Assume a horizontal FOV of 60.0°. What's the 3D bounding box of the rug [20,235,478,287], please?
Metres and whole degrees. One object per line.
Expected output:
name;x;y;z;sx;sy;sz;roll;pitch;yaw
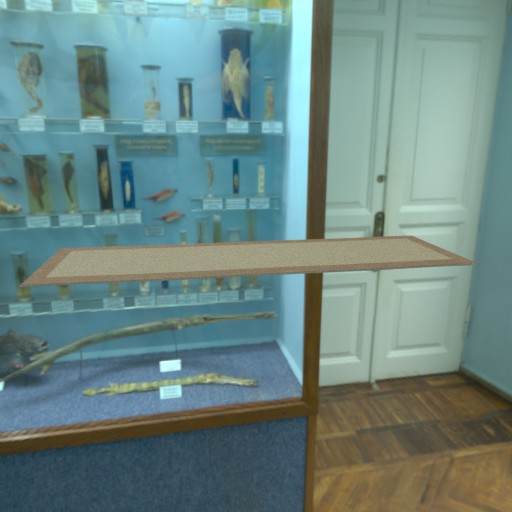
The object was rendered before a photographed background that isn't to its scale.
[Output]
rug;0.000;0.000;2.679;2.430;0.012;0.767;-2;15;-9
